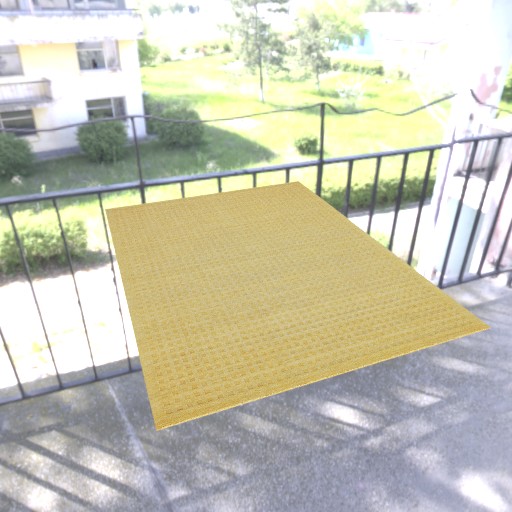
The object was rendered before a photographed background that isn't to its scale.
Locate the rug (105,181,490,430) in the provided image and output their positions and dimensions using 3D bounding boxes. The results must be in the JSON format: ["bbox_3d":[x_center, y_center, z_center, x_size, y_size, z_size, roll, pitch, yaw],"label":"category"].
[{"bbox_3d":[0.000,0.000,4.221,2.486,0.015,3.242,-11,32,-18],"label":"rug"}]
